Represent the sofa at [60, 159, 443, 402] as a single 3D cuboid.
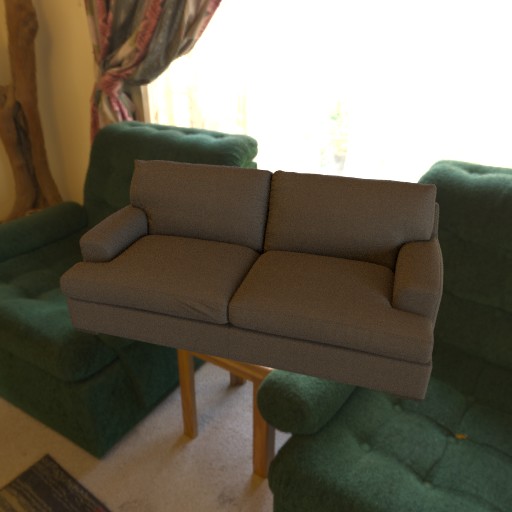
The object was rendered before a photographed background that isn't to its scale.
[{"bbox_3d":[0.000,0.000,2.897,2.271,0.950,1.140,8,28,15],"label":"sofa"}]
